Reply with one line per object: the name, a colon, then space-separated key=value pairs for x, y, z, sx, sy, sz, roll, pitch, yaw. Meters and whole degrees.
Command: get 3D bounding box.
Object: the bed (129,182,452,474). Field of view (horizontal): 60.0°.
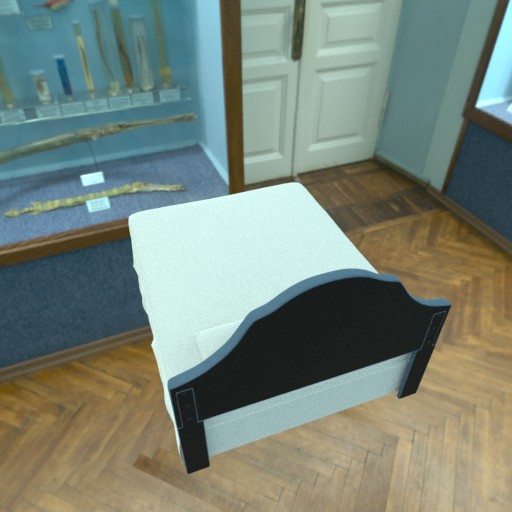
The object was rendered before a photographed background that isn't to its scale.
bed: x=0.000 y=0.000 z=3.826 sx=2.039 sy=1.617 sz=2.477 roll=-13 pitch=42 yaw=-15
